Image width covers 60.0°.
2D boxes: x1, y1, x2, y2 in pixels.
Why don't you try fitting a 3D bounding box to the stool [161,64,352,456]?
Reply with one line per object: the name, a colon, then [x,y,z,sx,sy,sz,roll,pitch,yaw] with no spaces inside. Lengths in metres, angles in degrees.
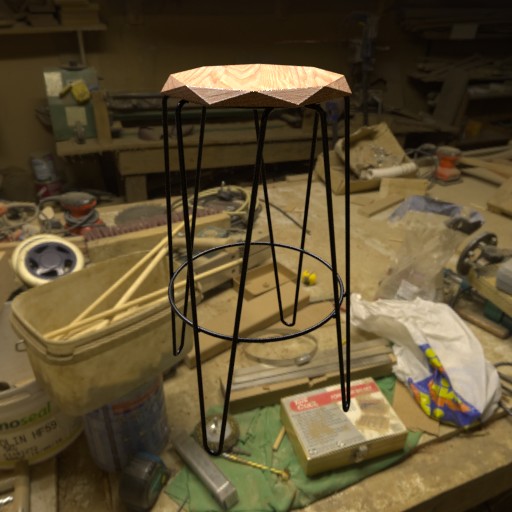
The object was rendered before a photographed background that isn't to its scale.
stool: [0.000,0.000,0.799,0.326,0.610,0.326,-11,32,-18]
